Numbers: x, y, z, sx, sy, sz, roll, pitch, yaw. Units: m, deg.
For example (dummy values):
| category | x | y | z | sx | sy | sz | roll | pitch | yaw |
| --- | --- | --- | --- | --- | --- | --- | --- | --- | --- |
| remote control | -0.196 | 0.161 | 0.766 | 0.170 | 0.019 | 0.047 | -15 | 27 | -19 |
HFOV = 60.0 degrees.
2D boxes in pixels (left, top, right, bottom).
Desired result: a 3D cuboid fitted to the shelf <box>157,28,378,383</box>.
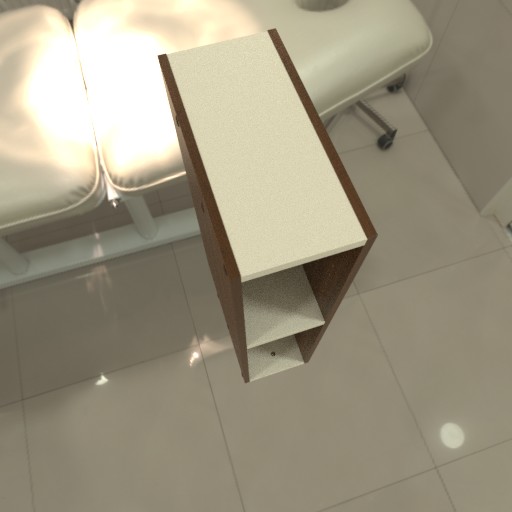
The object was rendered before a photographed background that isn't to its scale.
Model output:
| category | x | y | z | sx | sy | sz | roll | pitch | yaw |
| --- | --- | --- | --- | --- | --- | --- | --- | --- | --- |
| shelf | 0.000 | 0.000 | 0.732 | 0.147 | 0.600 | 0.290 | -17 | 67 | -7 |
